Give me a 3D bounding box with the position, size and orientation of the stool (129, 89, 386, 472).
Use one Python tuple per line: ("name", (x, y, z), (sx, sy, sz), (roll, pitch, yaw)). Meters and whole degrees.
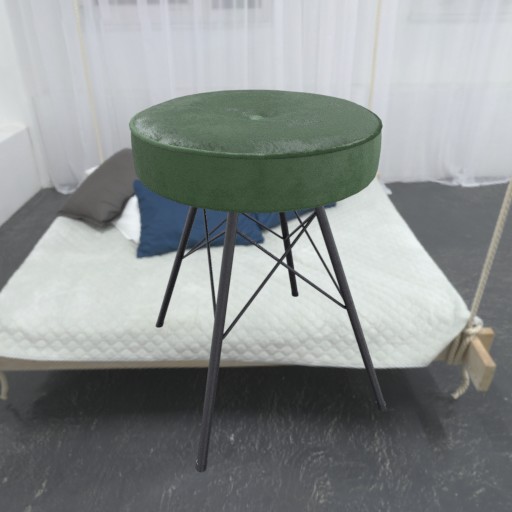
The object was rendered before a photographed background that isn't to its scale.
("stool", (0.000, 0.000, 0.909), (0.430, 0.595, 0.457), (-11, 32, -18))
